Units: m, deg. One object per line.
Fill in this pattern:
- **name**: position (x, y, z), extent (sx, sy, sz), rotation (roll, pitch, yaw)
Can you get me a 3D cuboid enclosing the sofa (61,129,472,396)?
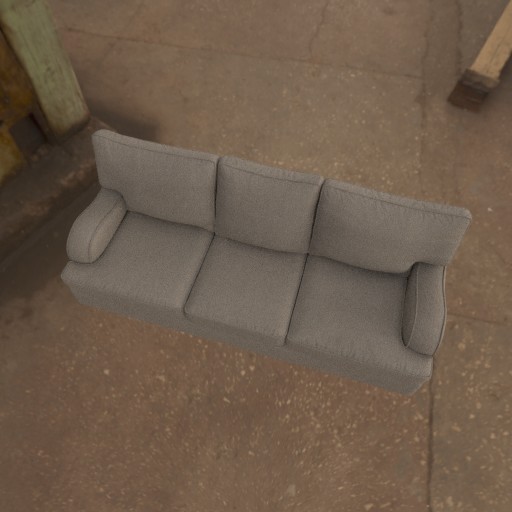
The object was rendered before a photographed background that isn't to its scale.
- **sofa**: position (0.000, 0.000, 2.837), extent (2.323, 0.991, 1.016), rotation (14, 59, 9)
